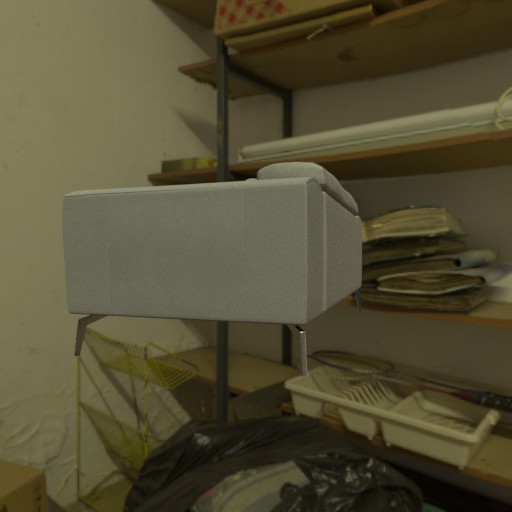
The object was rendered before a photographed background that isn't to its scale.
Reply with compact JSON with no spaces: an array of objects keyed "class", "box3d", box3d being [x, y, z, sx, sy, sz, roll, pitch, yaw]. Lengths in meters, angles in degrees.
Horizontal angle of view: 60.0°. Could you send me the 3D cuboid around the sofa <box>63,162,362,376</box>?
[{"class":"sofa","box3d":[0.000,0.000,2.458,1.003,0.779,1.895,0,0,19]}]
